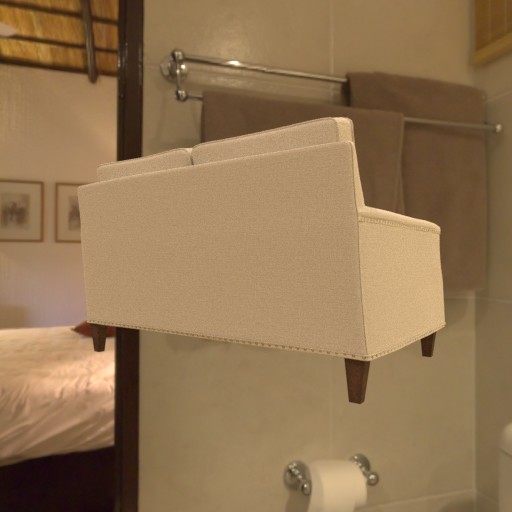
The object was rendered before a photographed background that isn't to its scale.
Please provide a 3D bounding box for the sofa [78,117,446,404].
[{"bbox_3d":[0.000,0.000,2.254,1.597,1.003,1.084,0,-1,36],"label":"sofa"}]
